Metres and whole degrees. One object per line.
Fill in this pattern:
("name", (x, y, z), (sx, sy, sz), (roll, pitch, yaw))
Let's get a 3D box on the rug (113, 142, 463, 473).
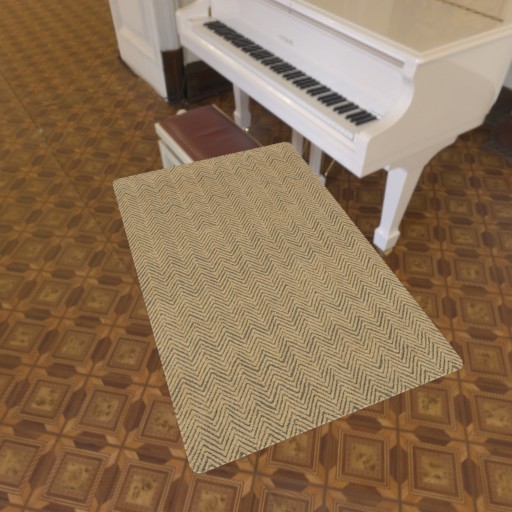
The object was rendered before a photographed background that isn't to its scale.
("rug", (0.000, 0.000, 2.205), (1.144, 0.008, 1.752), (-16, 49, -14))
